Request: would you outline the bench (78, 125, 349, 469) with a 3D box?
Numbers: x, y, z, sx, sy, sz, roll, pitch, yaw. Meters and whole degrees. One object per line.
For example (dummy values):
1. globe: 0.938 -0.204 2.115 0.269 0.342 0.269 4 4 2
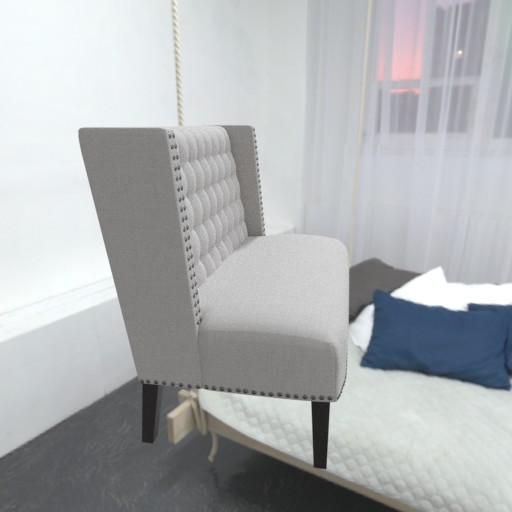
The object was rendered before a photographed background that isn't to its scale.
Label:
1. bench: 0.000 0.000 1.995 0.847 1.123 1.280 3 17 11
